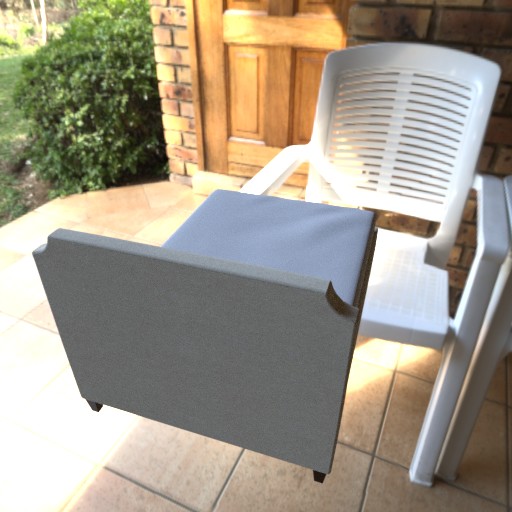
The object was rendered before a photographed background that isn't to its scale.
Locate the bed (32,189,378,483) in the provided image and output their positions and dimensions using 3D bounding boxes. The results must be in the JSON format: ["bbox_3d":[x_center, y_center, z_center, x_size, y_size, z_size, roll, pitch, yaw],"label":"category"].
[{"bbox_3d":[0.000,0.000,3.380,1.713,1.457,2.381,11,35,15],"label":"bed"}]
